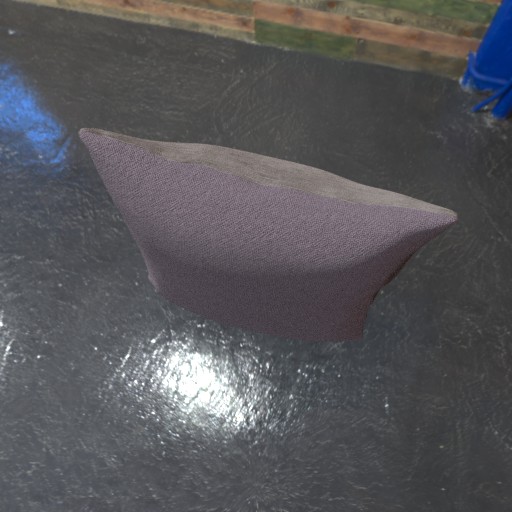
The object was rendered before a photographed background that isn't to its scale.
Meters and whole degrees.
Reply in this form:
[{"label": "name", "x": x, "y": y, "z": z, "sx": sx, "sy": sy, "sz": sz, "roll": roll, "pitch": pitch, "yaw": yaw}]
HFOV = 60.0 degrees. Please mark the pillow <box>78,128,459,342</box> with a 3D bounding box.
[{"label": "pillow", "x": 0.000, "y": 0.000, "z": 0.693, "sx": 0.452, "sy": 0.439, "sz": 0.204, "roll": 15, "pitch": 63, "yaw": 8}]
